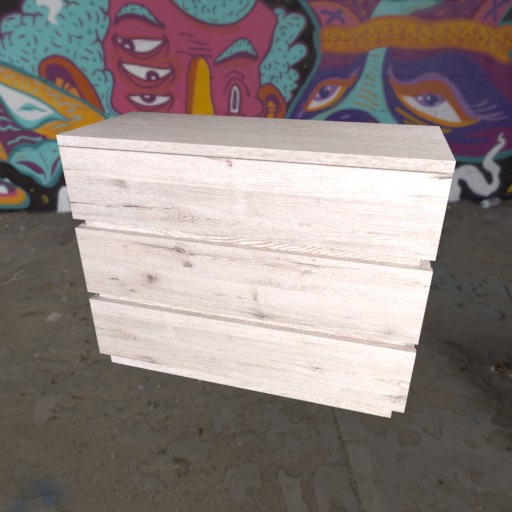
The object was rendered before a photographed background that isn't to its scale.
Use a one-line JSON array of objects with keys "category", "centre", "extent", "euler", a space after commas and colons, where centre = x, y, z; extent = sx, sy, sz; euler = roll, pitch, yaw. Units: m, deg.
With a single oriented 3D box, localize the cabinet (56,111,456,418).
[{"category": "cabinet", "centre": [0.000, 0.000, 1.476], "extent": [1.040, 0.820, 0.420], "euler": [7, 28, 14]}]
